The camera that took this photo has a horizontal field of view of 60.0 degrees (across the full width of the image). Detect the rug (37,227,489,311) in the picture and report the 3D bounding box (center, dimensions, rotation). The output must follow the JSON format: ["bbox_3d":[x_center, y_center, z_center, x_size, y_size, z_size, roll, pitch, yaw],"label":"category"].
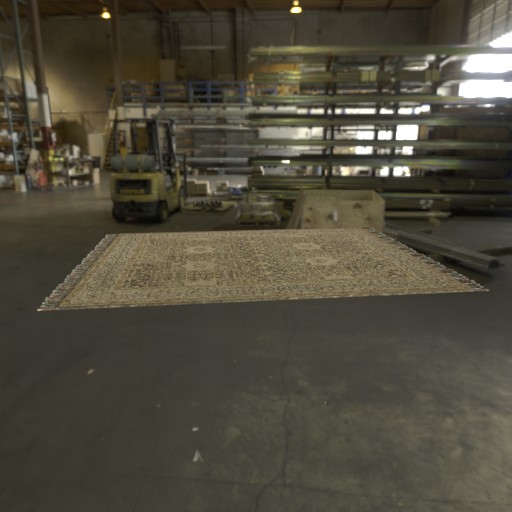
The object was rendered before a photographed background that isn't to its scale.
[{"bbox_3d":[0.000,0.000,4.319,3.291,0.017,2.431,-2,15,-7],"label":"rug"}]
